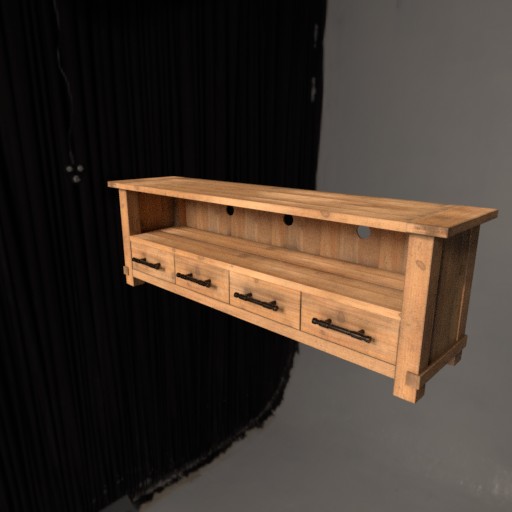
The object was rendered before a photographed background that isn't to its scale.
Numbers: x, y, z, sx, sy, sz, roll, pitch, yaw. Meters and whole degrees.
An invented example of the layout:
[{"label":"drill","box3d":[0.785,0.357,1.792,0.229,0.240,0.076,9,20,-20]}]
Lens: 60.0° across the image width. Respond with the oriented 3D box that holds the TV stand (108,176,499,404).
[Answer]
[{"label":"TV stand","box3d":[0.000,0.000,1.993,1.804,0.573,0.453,14,21,42]}]
